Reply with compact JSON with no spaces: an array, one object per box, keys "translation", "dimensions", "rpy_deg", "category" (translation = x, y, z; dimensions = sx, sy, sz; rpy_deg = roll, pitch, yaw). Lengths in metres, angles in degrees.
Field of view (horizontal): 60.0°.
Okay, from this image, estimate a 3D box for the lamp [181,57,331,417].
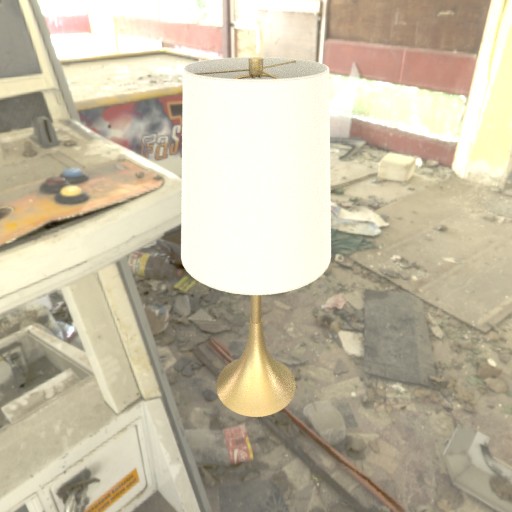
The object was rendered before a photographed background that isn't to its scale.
[{"translation":[0.000,0.000,0.693],"dimensions":[0.231,0.569,0.231],"rpy_deg":[0,31,0],"category":"lamp"}]
